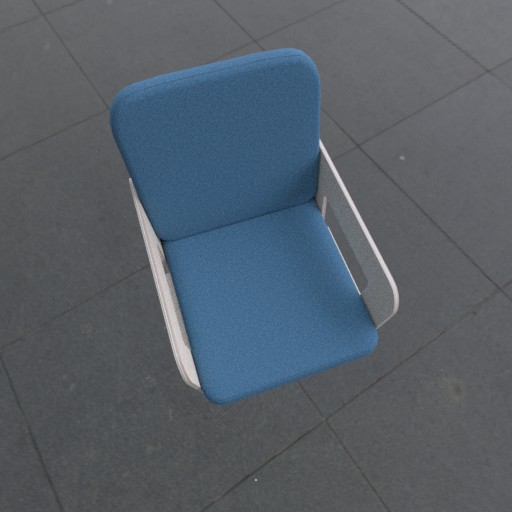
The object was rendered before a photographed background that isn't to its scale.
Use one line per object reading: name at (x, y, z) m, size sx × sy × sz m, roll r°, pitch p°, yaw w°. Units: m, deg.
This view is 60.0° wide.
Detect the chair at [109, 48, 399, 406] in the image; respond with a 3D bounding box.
chair at (0.000, 0.000, 1.184) m, size 0.547 × 0.747 × 0.657 m, roll -17°, pitch 64°, yaw -8°
